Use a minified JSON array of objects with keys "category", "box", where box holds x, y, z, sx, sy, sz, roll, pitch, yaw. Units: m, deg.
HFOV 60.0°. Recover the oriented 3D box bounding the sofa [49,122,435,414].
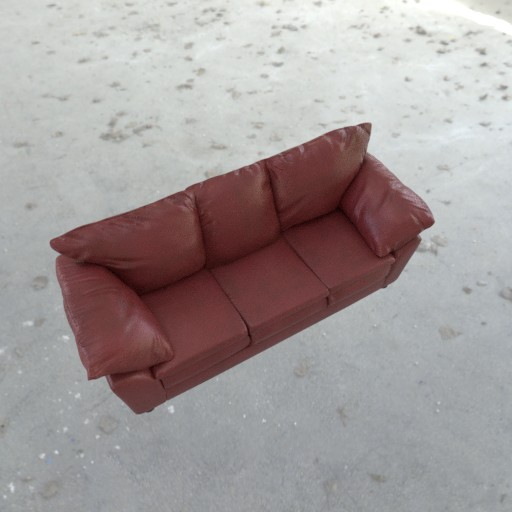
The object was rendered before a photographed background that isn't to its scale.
[{"category":"sofa","box":[0.000,0.000,2.920,2.390,1.091,0.907,-24,51,-21]}]
